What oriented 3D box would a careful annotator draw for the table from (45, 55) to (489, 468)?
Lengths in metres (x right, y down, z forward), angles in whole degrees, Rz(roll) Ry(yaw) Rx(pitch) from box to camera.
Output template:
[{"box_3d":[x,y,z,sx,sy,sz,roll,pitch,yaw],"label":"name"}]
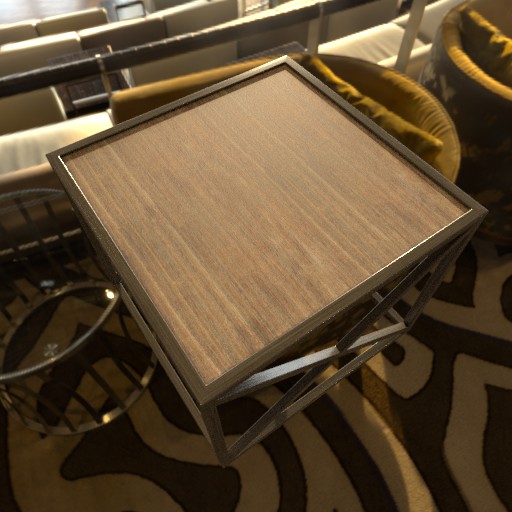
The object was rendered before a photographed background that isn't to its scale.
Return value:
[{"box_3d":[0.000,0.000,1.058,0.611,0.507,0.609,-30,61,-19],"label":"table"}]
